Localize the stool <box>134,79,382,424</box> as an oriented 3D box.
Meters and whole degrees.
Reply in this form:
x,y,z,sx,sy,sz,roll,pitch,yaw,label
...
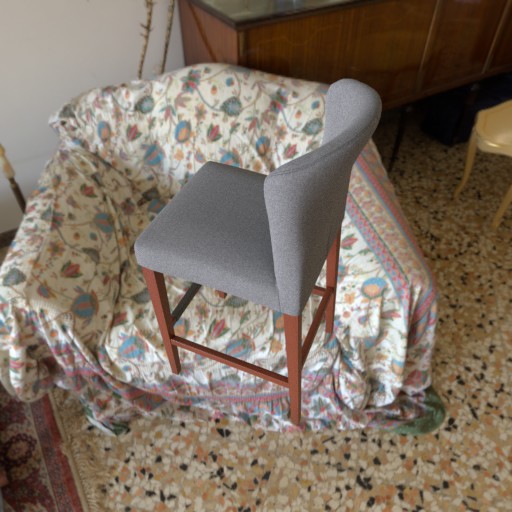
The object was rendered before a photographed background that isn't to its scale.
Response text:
x,y,z,sx,sy,sz,roll,pitch,yaw,label
0.000,0.000,1.391,0.568,1.069,0.481,17,47,16,stool
